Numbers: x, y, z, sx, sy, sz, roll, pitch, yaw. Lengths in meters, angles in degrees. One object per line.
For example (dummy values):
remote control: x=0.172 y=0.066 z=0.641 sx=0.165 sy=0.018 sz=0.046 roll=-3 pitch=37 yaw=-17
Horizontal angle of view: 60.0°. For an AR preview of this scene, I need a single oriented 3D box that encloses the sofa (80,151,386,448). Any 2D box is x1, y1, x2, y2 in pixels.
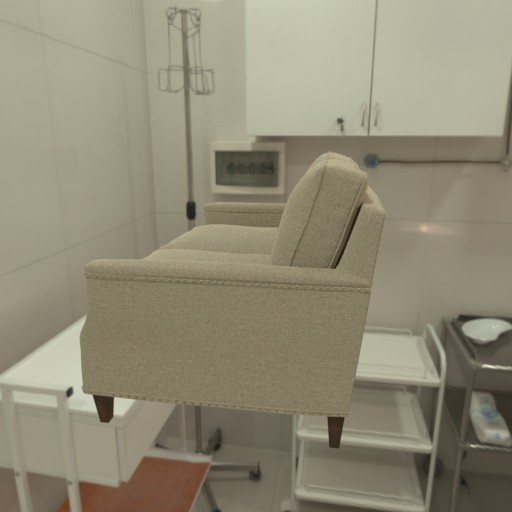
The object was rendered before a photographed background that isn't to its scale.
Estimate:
sofa: x=0.000 y=0.000 z=2.236 sx=1.084 sy=1.003 sz=1.597 roll=2 pitch=15 yaw=9
